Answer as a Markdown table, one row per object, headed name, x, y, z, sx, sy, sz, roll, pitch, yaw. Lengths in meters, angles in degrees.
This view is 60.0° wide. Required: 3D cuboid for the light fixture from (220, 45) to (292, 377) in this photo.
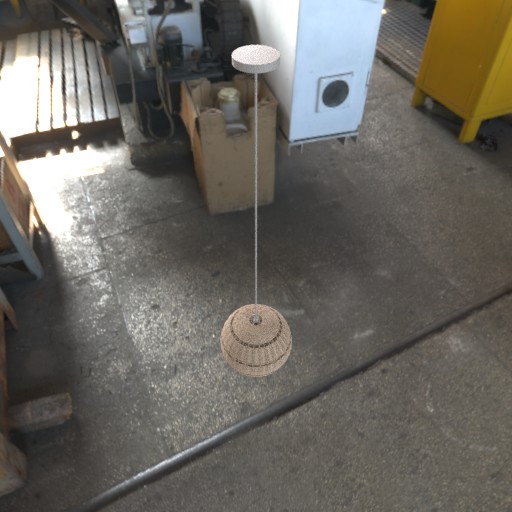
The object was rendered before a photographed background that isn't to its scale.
| name | x | y | z | sx | sy | sz | roll | pitch | yaw |
| --- | --- | --- | --- | --- | --- | --- | --- | --- | --- |
| light fixture | 0.000 | 0.000 | 2.259 | 0.457 | 2.019 | 0.457 | 22 | 50 | 19 |
